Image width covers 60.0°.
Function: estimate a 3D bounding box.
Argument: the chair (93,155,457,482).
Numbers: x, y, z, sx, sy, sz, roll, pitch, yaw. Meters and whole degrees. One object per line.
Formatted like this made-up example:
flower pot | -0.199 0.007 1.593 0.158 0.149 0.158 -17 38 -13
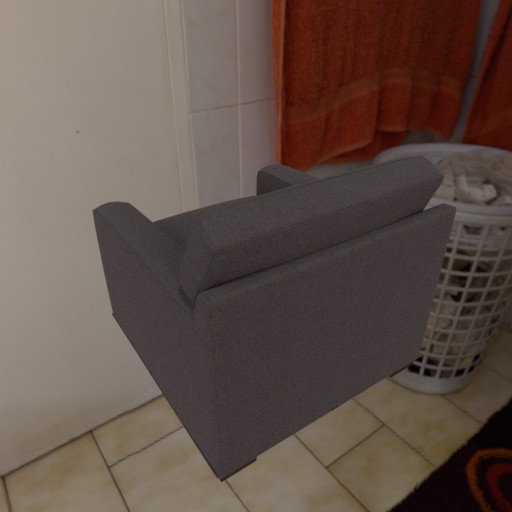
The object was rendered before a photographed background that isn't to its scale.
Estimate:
chair | 0.000 0.000 1.808 0.997 0.913 1.043 -19 36 -29
